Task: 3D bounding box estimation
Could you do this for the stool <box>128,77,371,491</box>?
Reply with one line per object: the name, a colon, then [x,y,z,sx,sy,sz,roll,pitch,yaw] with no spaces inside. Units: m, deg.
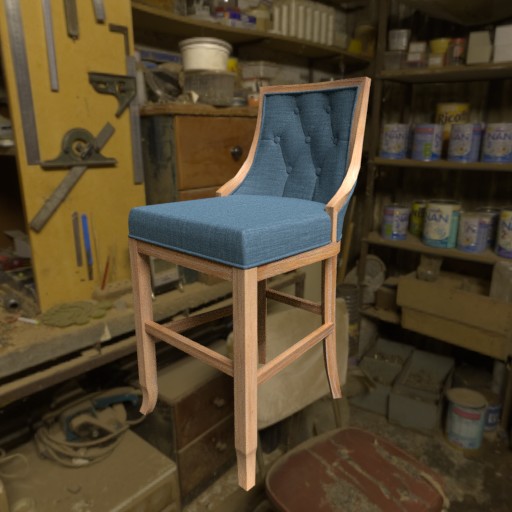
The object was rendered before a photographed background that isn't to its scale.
stool: [0.000,0.000,1.445,0.524,1.101,0.626,14,21,41]
